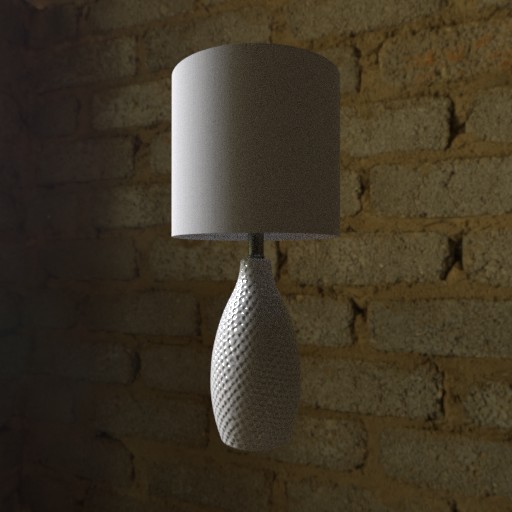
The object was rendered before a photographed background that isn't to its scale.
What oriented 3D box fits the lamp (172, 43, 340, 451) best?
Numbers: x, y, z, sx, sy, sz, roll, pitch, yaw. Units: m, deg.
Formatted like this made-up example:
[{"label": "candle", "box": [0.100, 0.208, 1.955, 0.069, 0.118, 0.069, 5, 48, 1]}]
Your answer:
[{"label": "lamp", "box": [0.000, 0.000, 0.574, 0.214, 0.466, 0.214, 0, 0, -17]}]
